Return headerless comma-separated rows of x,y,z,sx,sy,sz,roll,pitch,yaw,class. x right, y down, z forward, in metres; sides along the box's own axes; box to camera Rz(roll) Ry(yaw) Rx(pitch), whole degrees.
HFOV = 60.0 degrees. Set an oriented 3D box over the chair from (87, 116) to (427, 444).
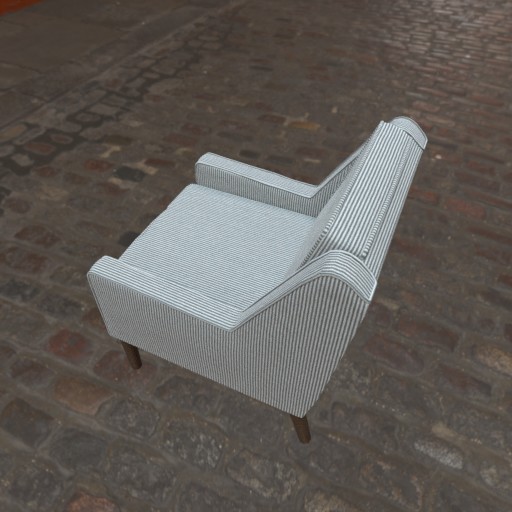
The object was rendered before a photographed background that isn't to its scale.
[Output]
0.000,0.000,1.338,0.743,0.792,0.663,18,47,17,chair
